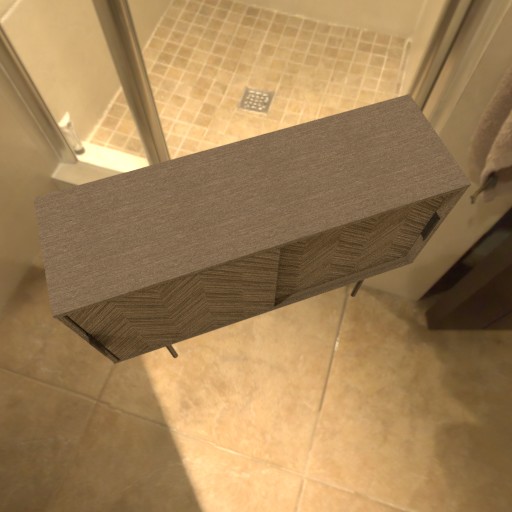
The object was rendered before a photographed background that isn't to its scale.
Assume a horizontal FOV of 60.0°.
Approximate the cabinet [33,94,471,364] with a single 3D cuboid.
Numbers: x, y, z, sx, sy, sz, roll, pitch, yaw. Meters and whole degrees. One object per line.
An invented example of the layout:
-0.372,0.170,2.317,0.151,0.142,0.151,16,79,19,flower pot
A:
0.000,0.000,1.611,1.194,0.787,0.405,-18,65,-8,cabinet
